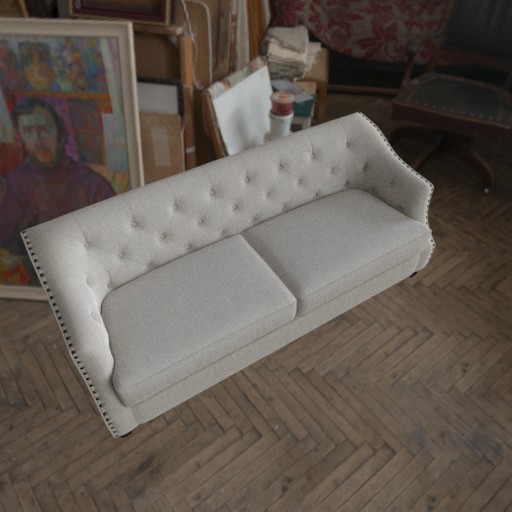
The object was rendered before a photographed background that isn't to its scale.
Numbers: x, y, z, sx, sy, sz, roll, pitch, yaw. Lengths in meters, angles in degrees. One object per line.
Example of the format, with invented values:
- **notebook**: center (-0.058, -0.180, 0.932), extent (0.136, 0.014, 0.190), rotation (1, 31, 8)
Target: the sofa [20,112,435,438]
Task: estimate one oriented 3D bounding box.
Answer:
- **sofa**: center (0.000, 0.000, 2.652), extent (2.235, 0.901, 0.914), rotation (-25, 52, -21)
